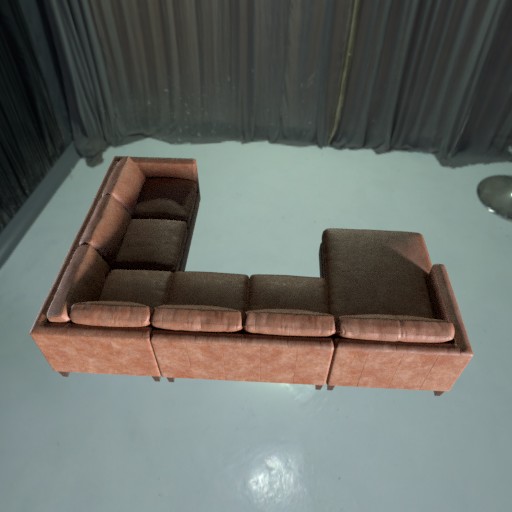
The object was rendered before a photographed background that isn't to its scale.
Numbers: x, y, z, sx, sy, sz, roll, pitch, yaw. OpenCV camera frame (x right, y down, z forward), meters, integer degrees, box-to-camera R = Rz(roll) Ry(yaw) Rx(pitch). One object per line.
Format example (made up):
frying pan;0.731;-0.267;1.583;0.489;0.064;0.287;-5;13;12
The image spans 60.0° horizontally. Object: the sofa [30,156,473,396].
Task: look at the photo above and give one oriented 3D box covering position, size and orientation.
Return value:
sofa;0.000;0.000;4.412;3.401;0.832;2.430;2;47;2
